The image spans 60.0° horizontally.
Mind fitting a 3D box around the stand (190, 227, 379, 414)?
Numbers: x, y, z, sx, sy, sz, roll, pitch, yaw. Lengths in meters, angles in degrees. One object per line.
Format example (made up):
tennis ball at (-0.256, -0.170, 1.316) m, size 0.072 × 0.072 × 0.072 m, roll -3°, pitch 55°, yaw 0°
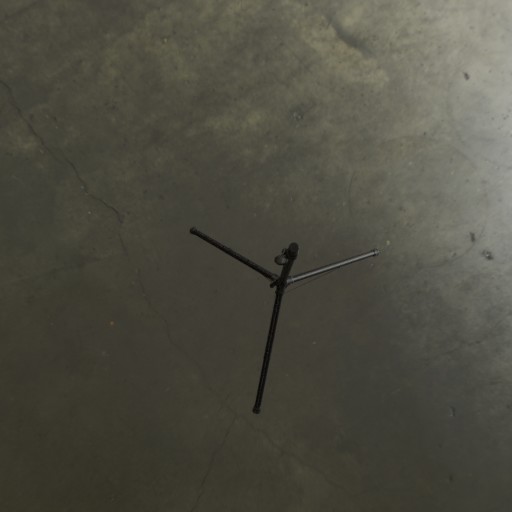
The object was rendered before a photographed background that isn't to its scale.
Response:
stand at (0.000, 0.000, 2.782) m, size 1.339 × 1.595 × 1.596 m, roll 39°, pitch 80°, yaw 8°
